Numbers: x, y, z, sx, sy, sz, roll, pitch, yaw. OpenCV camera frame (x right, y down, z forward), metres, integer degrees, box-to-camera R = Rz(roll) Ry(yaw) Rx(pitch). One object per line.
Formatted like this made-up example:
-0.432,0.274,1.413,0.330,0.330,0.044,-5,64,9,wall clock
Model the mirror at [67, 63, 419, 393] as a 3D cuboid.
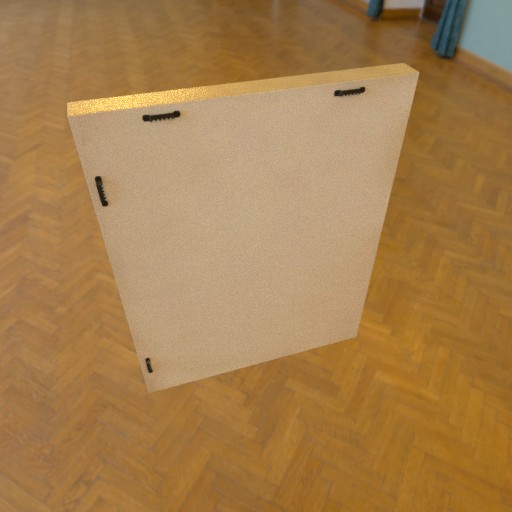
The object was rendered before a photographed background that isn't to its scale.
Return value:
0.000,0.000,0.668,0.406,0.509,0.041,-12,43,-13,mirror
